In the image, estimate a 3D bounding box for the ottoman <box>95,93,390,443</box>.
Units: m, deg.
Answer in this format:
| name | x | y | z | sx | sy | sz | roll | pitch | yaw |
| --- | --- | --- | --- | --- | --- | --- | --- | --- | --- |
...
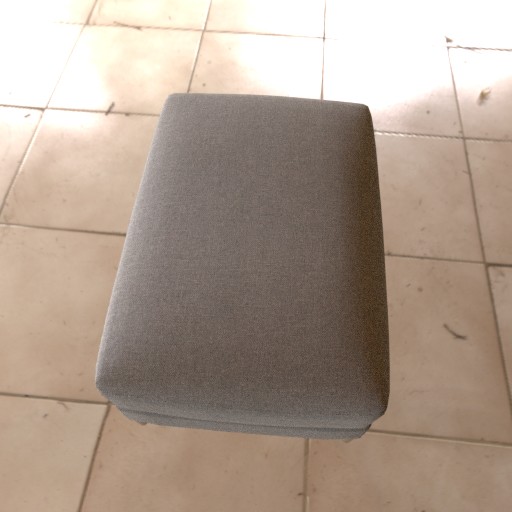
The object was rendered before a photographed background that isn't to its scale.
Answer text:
| name | x | y | z | sx | sy | sz | roll | pitch | yaw |
| --- | --- | --- | --- | --- | --- | --- | --- | --- | --- |
| ottoman | 0.000 | 0.000 | 1.151 | 0.584 | 0.457 | 0.838 | 4 | 61 | 2 |
